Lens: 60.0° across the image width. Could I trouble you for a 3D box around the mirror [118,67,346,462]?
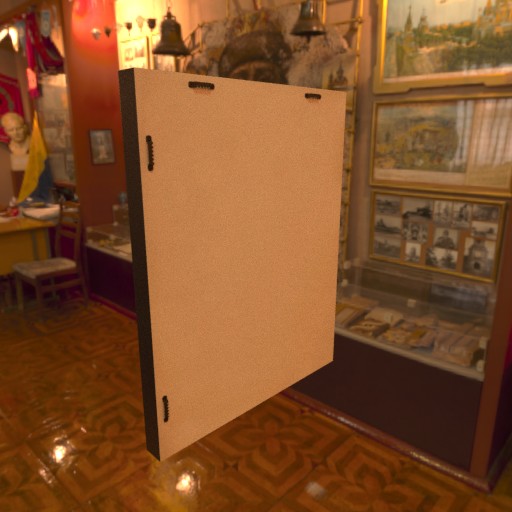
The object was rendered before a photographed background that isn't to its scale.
[{"bbox_3d":[0.000,0.000,0.696,0.406,0.509,0.041,-15,21,-43],"label":"mirror"}]
